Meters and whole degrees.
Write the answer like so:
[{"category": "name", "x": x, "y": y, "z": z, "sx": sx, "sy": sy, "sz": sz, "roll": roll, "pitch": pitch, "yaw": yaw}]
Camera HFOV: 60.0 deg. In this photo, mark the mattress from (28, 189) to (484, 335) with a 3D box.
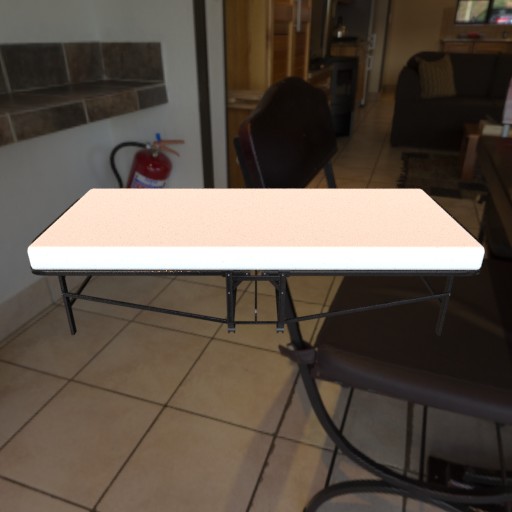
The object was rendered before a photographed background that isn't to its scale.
[{"category": "mattress", "x": 0.000, "y": 0.000, "z": 2.507, "sx": 2.153, "sy": 0.519, "sz": 0.922, "roll": 0, "pitch": 26, "yaw": 0}]
